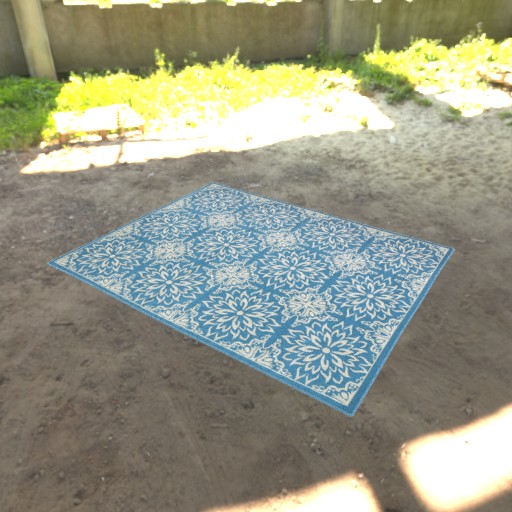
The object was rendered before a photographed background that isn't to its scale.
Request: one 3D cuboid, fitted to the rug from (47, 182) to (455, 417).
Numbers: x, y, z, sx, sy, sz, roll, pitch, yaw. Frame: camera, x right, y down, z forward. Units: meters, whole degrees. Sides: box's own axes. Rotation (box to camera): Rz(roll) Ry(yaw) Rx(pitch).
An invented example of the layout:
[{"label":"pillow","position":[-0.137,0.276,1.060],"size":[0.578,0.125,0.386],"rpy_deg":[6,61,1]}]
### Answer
[{"label":"rug","position":[0.000,0.000,4.091],"size":[2.964,0.018,2.350],"rpy_deg":[20,36,29]}]
